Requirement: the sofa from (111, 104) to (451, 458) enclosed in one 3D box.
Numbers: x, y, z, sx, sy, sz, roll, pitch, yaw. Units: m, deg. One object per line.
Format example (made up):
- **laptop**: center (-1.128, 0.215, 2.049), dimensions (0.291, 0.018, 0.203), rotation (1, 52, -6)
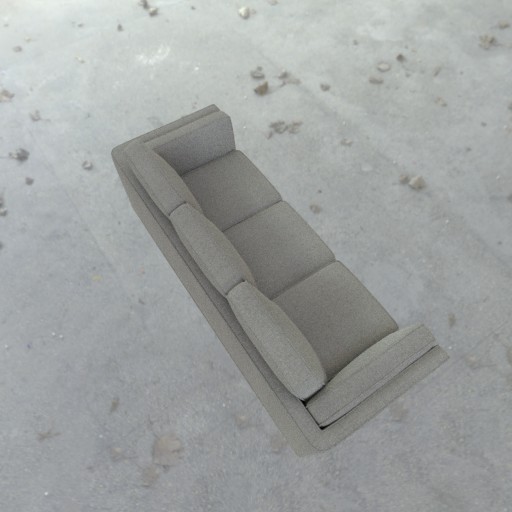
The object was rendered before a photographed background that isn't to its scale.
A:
- **sofa**: center (0.000, 0.000, 2.851), dimensions (0.903, 0.899, 2.362), rotation (-30, 63, -17)
